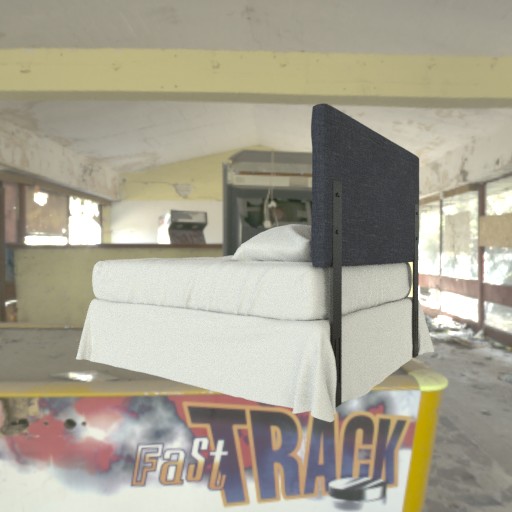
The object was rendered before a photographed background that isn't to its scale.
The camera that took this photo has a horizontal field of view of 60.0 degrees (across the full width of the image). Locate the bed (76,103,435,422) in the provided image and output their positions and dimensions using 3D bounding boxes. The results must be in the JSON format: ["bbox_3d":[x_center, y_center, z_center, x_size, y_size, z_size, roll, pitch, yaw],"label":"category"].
[{"bbox_3d":[0.000,0.000,3.485,2.222,1.577,1.936,0,1,36],"label":"bed"}]
